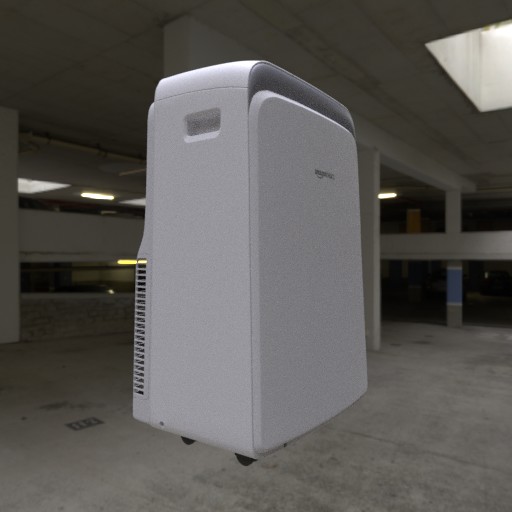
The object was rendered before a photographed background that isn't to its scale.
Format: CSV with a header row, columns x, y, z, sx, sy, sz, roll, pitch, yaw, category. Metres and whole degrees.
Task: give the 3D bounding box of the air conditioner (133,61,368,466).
x,y,z,sx,sy,sz,roll,pitch,yaw,category
0.000,0.000,0.948,0.365,0.700,0.454,0,0,37,air conditioner
